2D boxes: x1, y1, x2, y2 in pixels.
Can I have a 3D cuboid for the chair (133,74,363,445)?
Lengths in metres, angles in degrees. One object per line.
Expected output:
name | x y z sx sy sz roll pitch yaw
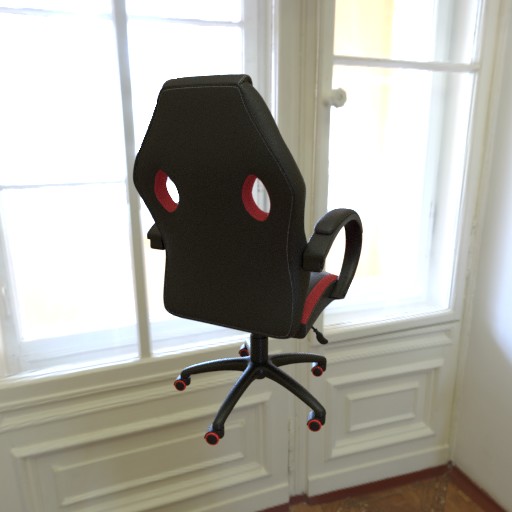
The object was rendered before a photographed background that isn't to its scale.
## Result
chair | 0.000 0.000 1.645 0.673 1.187 0.724 8 18 25
